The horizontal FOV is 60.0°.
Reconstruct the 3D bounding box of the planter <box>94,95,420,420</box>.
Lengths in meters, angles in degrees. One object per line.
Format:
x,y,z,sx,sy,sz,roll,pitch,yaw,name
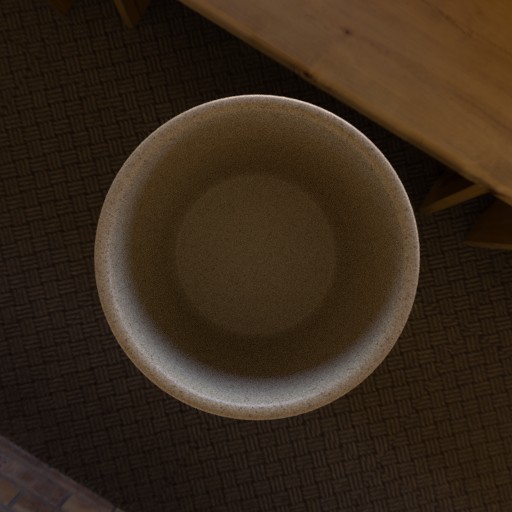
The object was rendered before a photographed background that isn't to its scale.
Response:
0.000,0.000,0.424,0.227,0.235,0.227,0,91,-1,planter
